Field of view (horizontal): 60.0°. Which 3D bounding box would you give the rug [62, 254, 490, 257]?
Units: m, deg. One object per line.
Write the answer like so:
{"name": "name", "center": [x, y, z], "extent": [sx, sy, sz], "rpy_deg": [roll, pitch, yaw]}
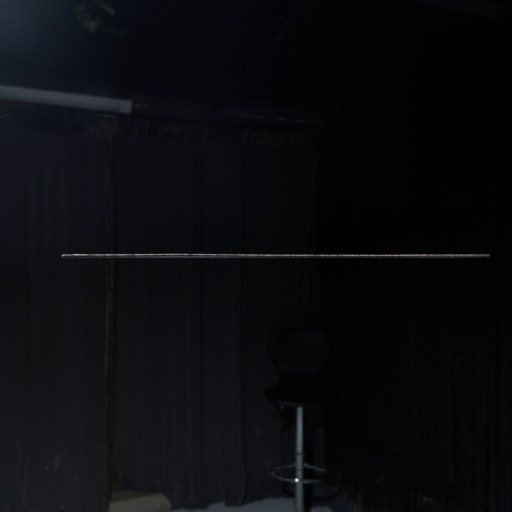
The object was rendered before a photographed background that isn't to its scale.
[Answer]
{"name": "rug", "center": [0.000, 0.000, 4.227], "extent": [3.226, 0.024, 2.436], "rpy_deg": [0, 0, -19]}
